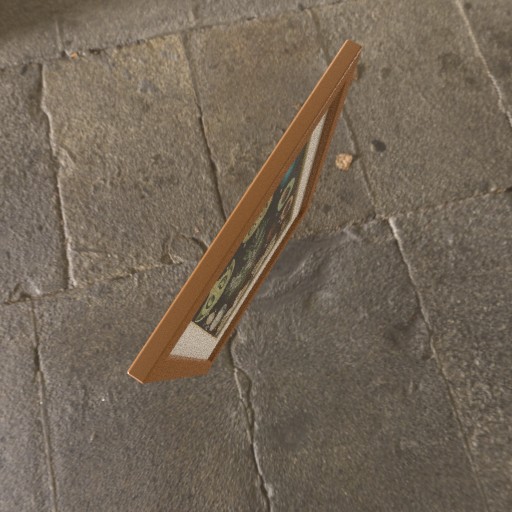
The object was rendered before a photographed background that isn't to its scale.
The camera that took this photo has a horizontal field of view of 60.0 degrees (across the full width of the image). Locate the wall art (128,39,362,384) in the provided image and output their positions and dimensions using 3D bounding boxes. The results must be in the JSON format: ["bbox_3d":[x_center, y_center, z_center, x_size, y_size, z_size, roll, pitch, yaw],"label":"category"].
[{"bbox_3d":[0.000,0.000,0.743,0.021,0.550,0.449,31,78,7],"label":"wall art"}]
